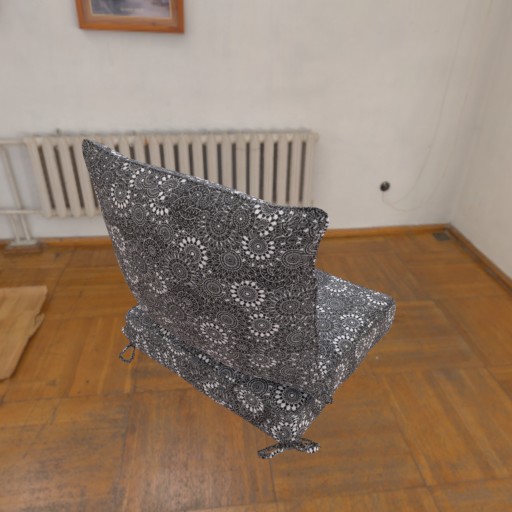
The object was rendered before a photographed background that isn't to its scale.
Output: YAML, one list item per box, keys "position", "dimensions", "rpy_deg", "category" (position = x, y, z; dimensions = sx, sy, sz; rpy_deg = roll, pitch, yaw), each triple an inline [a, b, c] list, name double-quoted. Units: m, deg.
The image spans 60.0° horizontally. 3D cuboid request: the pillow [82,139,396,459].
- position: [0.000, 0.000, 1.362]
  dimensions: [0.798, 0.722, 0.740]
  rpy_deg: [22, 36, 33]
  category: "pillow"
